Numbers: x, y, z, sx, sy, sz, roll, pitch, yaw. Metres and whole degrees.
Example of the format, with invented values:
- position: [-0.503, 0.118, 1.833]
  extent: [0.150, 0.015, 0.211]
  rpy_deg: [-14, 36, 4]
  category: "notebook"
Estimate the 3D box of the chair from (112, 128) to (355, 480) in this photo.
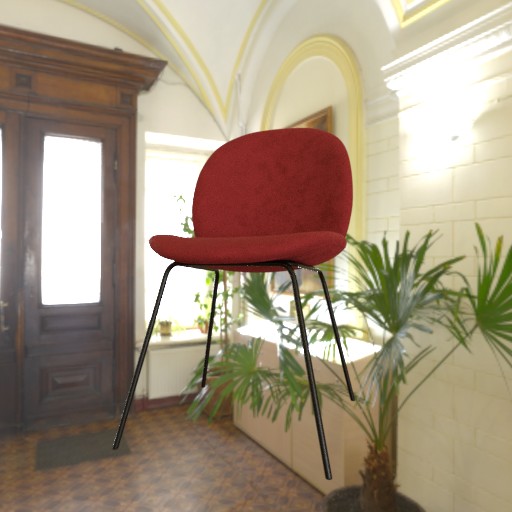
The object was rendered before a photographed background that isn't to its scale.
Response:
- position: [0.000, 0.000, 1.106]
  extent: [0.458, 0.791, 0.587]
  rpy_deg: [0, 0, 16]
  category: "chair"
